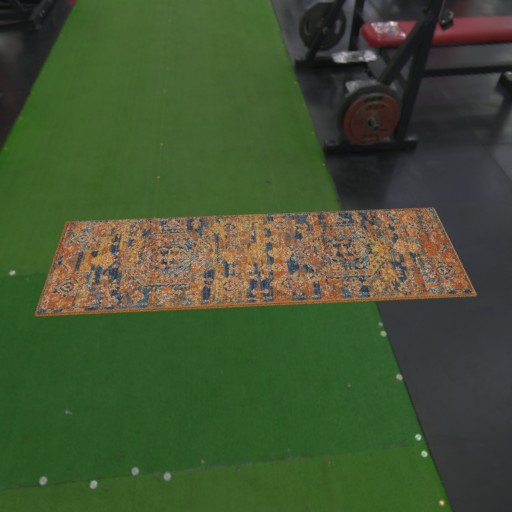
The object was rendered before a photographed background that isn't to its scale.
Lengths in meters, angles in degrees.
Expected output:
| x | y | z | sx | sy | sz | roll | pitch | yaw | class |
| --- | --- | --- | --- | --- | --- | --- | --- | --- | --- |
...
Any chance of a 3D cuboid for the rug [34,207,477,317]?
| x | y | z | sx | sy | sz | roll | pitch | yaw | class |
| --- | --- | --- | --- | --- | --- | --- | --- | --- | --- |
| 0.000 | 0.000 | 2.002 | 1.820 | 0.013 | 0.556 | -2 | 48 | -2 | rug |
